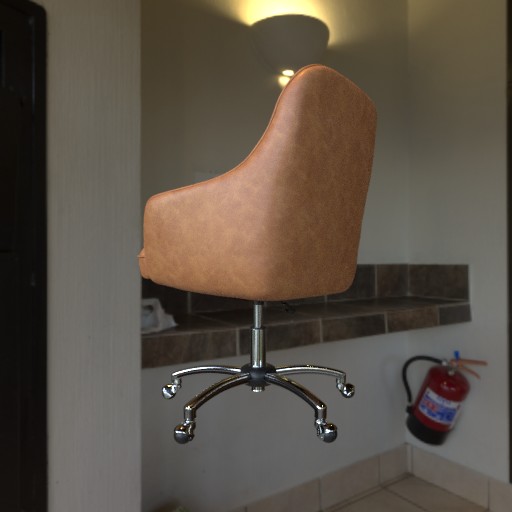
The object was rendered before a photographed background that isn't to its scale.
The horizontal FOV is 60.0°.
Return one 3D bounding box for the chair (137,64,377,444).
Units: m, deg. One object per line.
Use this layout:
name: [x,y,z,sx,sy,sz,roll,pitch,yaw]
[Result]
chair: [0.000,0.000,1.306,0.615,0.909,0.628,0,0,37]
